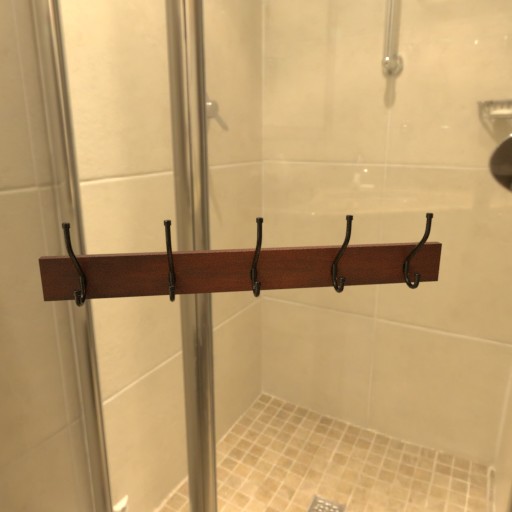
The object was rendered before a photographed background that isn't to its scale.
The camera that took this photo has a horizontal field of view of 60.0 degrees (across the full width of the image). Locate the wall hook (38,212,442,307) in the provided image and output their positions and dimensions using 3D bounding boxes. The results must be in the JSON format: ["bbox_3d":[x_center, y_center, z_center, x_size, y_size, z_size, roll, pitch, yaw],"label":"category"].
[{"bbox_3d":[0.000,0.000,0.604,0.571,0.117,0.071,-2,15,-8],"label":"wall hook"}]
